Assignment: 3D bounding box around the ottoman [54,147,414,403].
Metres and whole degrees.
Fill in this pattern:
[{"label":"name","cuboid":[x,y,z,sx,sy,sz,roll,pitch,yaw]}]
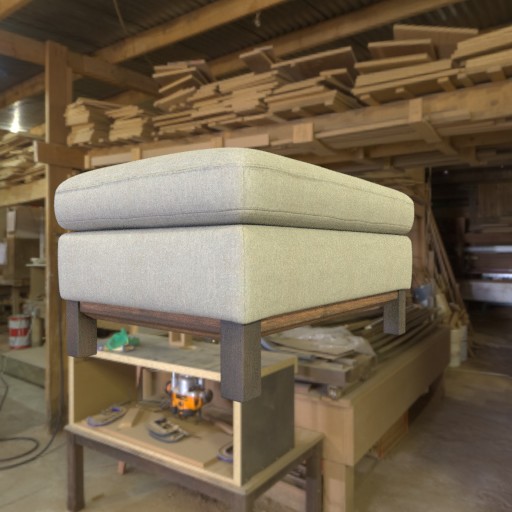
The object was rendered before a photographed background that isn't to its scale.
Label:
[{"label":"ottoman","cuboid":[0.000,0.000,1.028,0.528,0.404,0.735,1,1,37]}]
